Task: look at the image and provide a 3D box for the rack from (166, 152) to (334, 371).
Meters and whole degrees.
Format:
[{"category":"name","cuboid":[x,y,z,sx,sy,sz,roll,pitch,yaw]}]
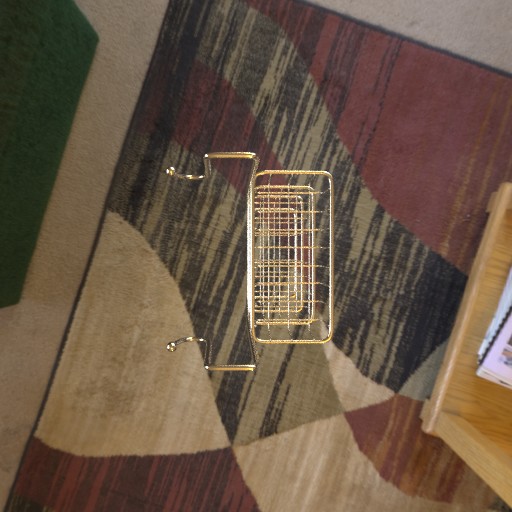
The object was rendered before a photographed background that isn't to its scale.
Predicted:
[{"category":"rack","cuboid":[0.000,0.000,0.686,0.202,0.574,0.228,0,91,-1]}]
